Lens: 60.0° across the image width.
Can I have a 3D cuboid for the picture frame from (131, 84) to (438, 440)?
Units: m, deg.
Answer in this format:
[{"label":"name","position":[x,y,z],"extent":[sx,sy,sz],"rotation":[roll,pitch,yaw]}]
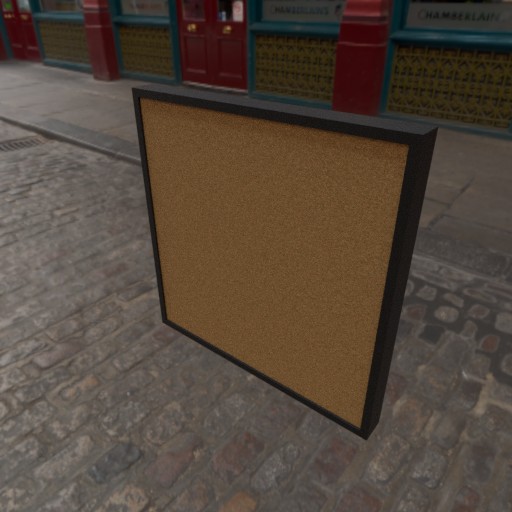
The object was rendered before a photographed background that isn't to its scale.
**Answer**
[{"label":"picture frame","position":[0.000,0.000,0.478],"extent":[0.317,0.317,0.030],"rotation":[21,36,33]}]
